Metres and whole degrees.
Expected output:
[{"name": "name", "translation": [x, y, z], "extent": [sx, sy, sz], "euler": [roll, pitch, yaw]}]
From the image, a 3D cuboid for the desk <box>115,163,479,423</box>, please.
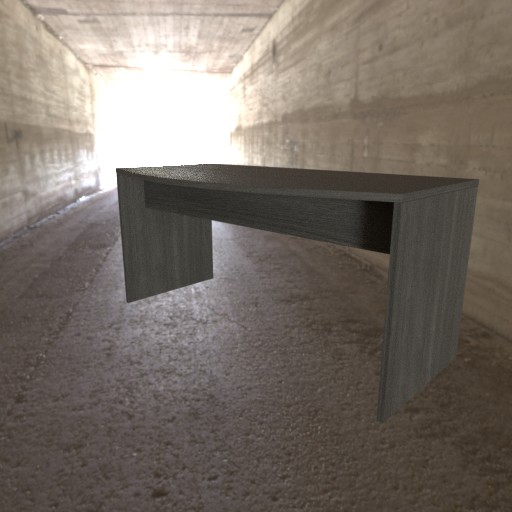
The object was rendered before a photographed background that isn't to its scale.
[{"name": "desk", "translation": [0.000, 0.000, 2.049], "extent": [1.600, 0.750, 0.802], "euler": [14, 20, 42]}]
